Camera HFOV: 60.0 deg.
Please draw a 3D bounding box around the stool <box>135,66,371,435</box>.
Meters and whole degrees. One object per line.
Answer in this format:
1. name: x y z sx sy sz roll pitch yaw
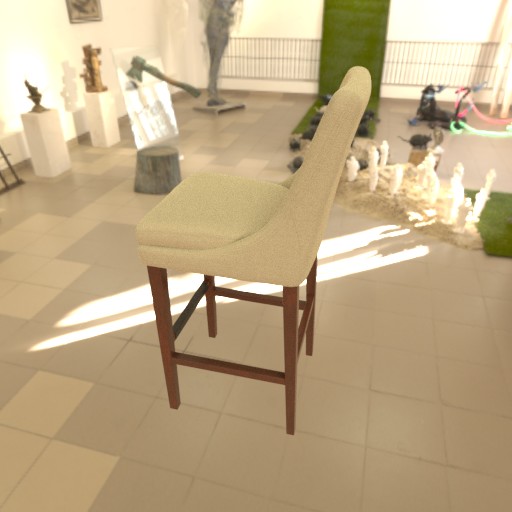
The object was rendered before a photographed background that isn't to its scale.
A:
1. stool: 0.000 0.000 1.395 0.577 1.078 0.470 8 31 13
